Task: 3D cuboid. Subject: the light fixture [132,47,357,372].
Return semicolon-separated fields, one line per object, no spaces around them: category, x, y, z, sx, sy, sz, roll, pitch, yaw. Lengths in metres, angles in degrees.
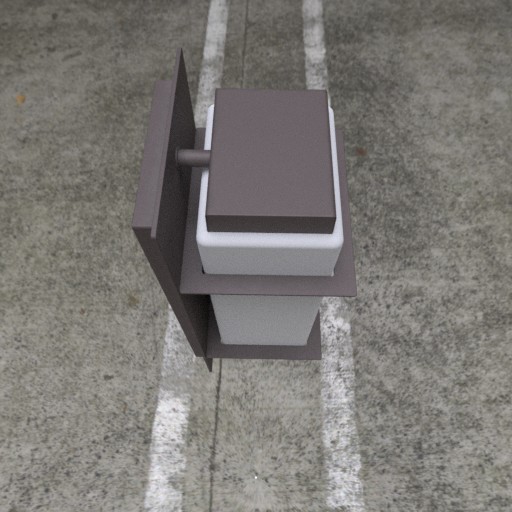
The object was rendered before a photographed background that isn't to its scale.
light fixture;0.000;0.000;0.430;0.146;0.347;0.153;1;63;0
